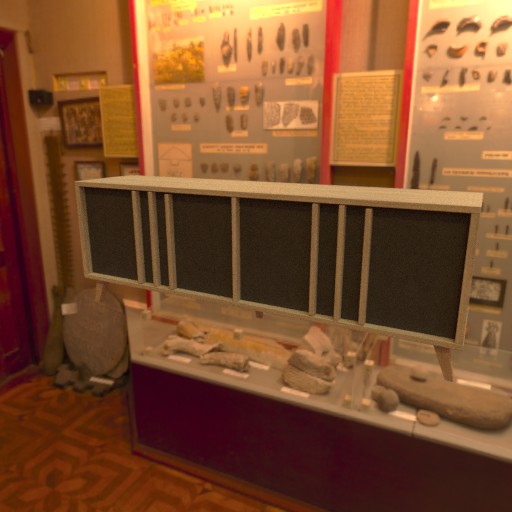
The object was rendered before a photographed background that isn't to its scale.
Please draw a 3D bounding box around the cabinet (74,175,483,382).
[{"bbox_3d":[0.000,0.000,2.496,2.198,0.779,0.499,8,17,26],"label":"cabinet"}]
